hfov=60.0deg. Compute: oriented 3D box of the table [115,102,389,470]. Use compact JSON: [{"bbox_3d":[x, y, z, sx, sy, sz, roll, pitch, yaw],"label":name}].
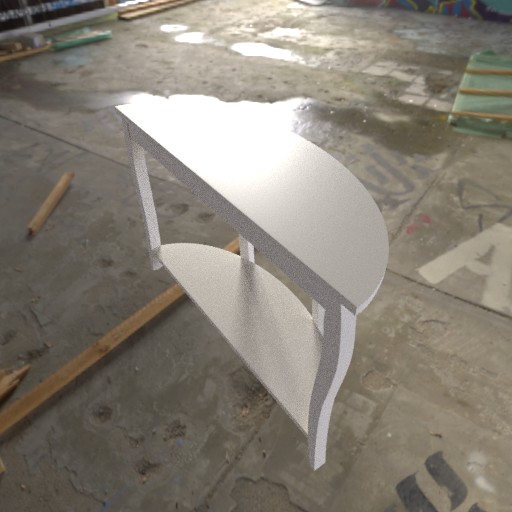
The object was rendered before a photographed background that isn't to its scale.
[{"bbox_3d":[0.000,0.000,1.577,0.394,0.780,1.219,-25,46,-26],"label":"table"}]
